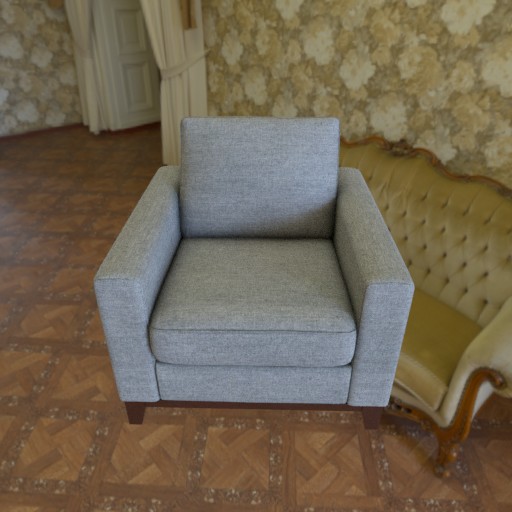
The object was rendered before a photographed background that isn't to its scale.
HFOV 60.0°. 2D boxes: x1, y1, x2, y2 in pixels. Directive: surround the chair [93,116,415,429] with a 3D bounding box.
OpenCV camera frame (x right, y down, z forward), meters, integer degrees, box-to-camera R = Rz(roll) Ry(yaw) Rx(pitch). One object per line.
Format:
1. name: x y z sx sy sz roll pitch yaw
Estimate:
1. chair: 0.000 0.000 1.887 1.024 1.010 1.038 1 32 1
